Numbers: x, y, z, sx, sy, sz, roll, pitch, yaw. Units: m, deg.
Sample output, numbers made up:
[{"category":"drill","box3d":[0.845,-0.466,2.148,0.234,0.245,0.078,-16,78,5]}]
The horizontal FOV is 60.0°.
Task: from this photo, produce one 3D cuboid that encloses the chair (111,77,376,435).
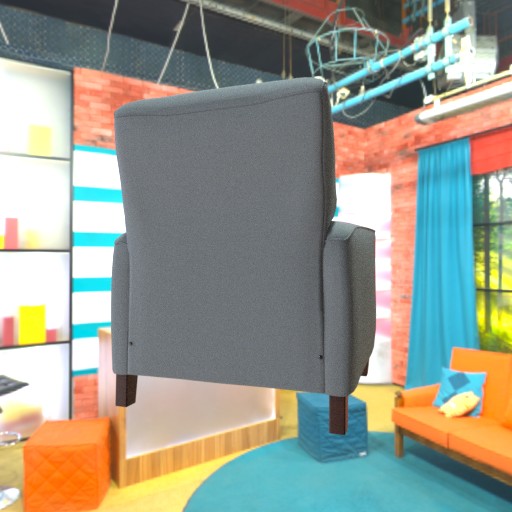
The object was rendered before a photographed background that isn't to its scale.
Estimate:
[{"category":"chair","box3d":[0.000,0.000,1.675,0.853,1.007,0.846,0,-1,19]}]
